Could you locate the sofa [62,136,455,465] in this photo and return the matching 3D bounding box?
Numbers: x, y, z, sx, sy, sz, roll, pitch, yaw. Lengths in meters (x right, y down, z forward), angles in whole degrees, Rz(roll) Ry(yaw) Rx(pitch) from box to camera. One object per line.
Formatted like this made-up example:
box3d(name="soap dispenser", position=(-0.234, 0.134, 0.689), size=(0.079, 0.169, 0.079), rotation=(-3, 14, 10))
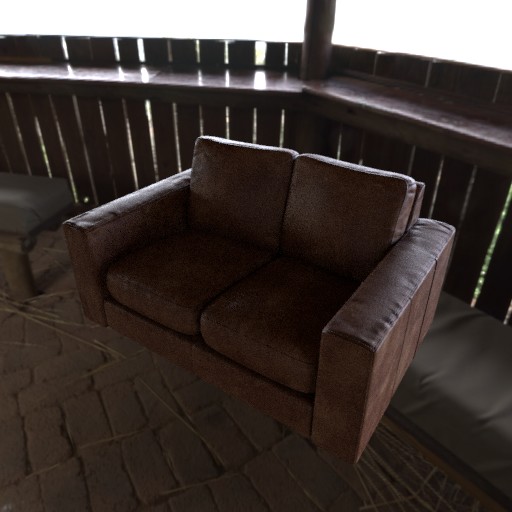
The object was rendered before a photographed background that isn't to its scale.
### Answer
box3d(name="sofa", position=(0.000, 0.000, 2.223), size=(1.626, 0.889, 1.041), rotation=(19, 36, 29))
